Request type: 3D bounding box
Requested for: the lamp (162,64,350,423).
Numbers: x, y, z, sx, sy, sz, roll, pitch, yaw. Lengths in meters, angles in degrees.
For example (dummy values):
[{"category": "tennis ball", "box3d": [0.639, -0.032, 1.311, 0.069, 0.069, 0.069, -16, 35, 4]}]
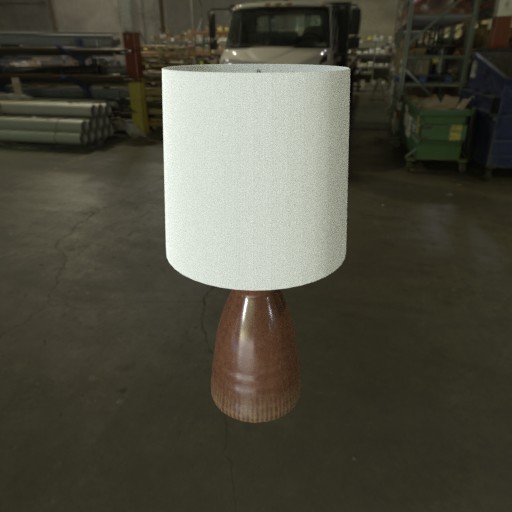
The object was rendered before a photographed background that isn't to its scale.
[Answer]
[{"category": "lamp", "box3d": [0.000, 0.000, 0.472, 0.186, 0.369, 0.186, 0, 25, 0]}]
